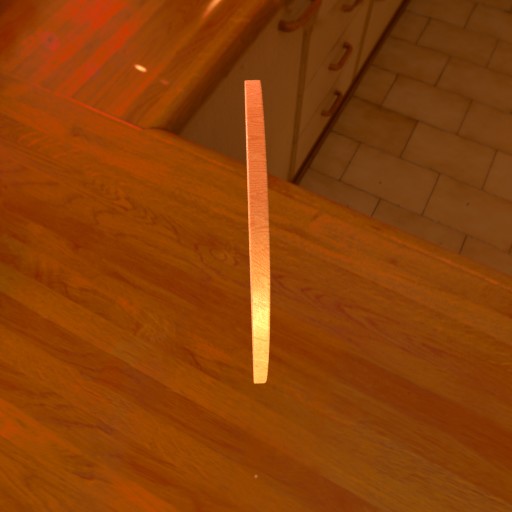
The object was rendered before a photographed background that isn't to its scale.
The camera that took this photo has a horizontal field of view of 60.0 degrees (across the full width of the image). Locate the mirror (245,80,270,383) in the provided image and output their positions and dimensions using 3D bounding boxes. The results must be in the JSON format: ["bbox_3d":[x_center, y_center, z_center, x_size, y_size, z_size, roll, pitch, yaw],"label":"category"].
[{"bbox_3d":[0.000,0.000,1.364,0.037,1.075,0.724,-2,64,-1],"label":"mirror"}]
